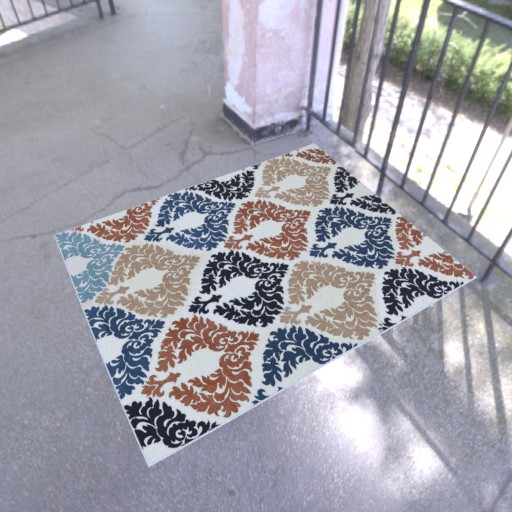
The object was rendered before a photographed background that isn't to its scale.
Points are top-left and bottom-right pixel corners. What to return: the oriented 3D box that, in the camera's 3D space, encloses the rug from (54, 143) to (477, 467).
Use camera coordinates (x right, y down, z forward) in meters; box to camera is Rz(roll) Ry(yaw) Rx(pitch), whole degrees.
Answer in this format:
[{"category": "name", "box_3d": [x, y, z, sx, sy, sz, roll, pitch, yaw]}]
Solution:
[{"category": "rug", "box_3d": [0.000, 0.000, 4.018, 3.040, 0.014, 2.423, -24, 52, -20]}]
